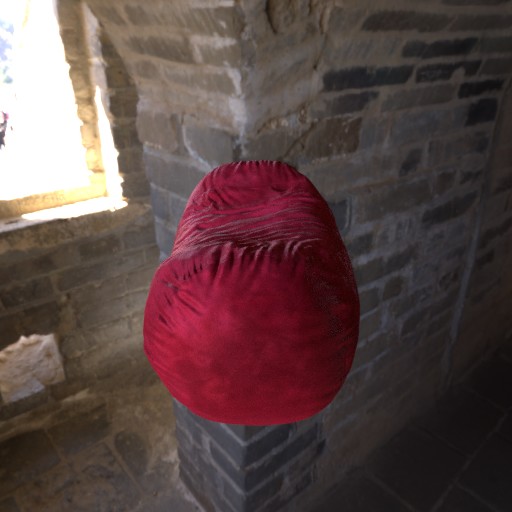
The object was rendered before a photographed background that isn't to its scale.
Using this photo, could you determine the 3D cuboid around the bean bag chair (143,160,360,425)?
[{"bbox_3d":[0.000,0.000,2.884,1.216,0.867,2.293,0,27,0],"label":"bean bag chair"}]
